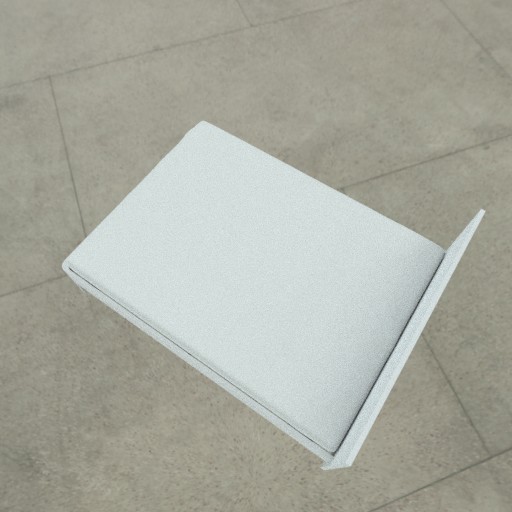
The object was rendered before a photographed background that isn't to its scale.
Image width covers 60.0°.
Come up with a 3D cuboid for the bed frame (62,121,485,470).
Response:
[{"bbox_3d":[0.000,0.000,2.692,1.950,0.800,1.490,31,67,15],"label":"bed frame"}]
